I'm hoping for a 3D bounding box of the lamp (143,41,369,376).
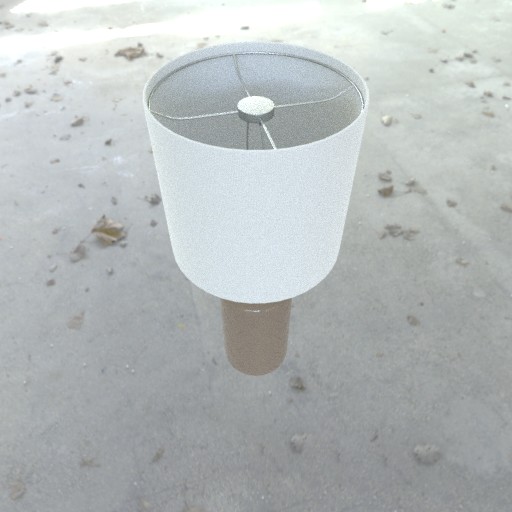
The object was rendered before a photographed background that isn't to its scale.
[{"bbox_3d":[0.000,0.000,0.578,0.207,0.461,0.207,-11,48,-10],"label":"lamp"}]
